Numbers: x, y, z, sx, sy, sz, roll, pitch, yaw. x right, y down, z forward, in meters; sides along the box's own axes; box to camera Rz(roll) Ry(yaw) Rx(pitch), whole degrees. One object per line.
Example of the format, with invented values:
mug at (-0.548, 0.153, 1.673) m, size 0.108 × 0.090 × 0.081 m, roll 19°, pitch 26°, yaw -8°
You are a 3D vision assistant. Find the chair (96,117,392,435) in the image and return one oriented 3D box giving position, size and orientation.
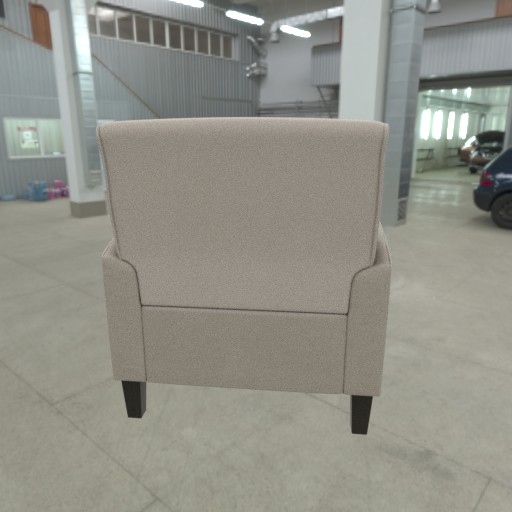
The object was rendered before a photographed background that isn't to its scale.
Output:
chair at (0.000, 0.000, 1.576) m, size 0.820 × 0.915 × 0.820 m, roll 2°, pitch 15°, yaw 6°
